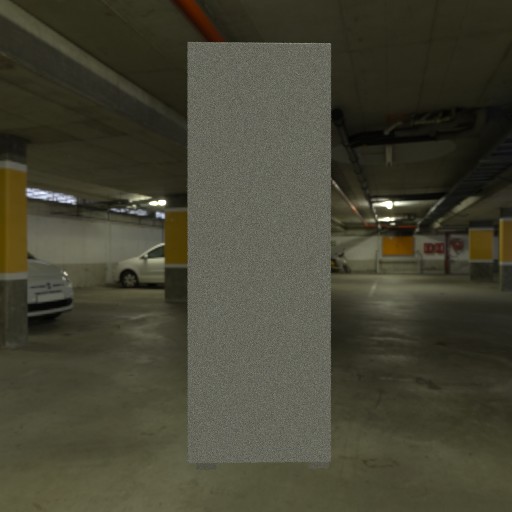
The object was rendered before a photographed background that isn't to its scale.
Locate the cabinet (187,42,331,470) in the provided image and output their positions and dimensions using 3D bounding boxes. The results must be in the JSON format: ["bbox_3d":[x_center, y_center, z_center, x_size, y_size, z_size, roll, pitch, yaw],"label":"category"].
[{"bbox_3d":[0.000,0.000,1.737,0.400,1.190,1.000,0,0,-1],"label":"cabinet"}]
